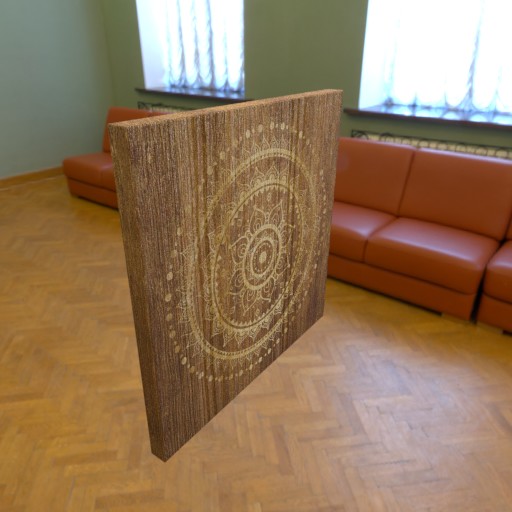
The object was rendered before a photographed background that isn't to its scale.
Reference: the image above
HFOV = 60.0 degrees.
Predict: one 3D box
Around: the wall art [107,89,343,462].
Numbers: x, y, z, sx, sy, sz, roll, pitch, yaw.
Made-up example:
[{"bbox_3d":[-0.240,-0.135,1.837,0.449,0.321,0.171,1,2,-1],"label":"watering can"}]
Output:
[{"bbox_3d":[0.000,0.000,0.915,0.042,0.608,0.611,18,31,32],"label":"wall art"}]
